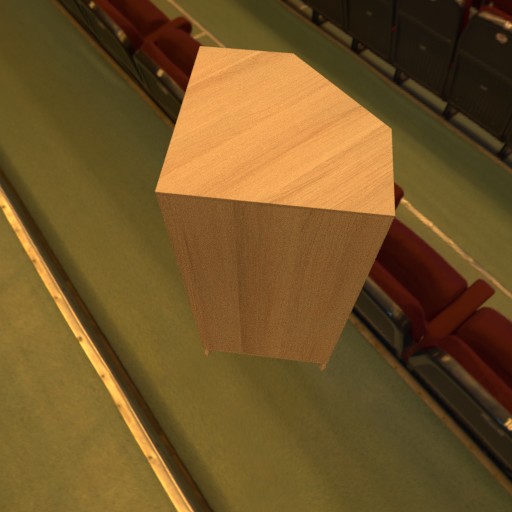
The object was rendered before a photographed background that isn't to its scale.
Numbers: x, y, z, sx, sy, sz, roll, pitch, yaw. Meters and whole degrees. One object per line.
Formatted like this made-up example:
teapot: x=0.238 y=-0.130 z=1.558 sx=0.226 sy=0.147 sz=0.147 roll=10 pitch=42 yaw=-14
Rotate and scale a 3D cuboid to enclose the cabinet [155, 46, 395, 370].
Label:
cabinet: x=0.000 y=0.000 z=2.674 sx=0.969 sy=1.957 sz=1.272 roll=-34 pitch=65 yaw=-18
